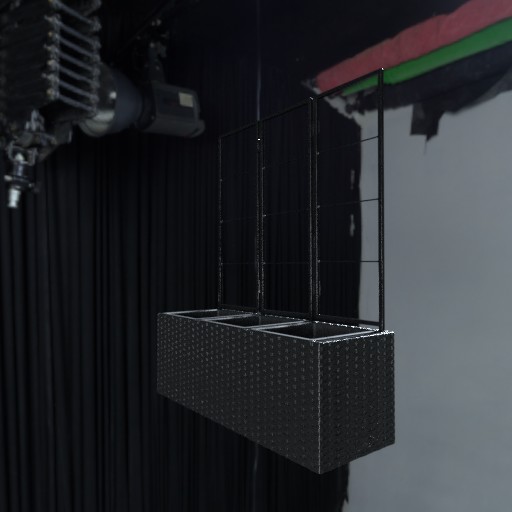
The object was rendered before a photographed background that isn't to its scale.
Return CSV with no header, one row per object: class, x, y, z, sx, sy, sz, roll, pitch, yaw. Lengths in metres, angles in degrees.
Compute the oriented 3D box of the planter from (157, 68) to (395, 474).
planter,0.000,0.000,1.191,0.244,0.841,0.698,1,-2,-38
